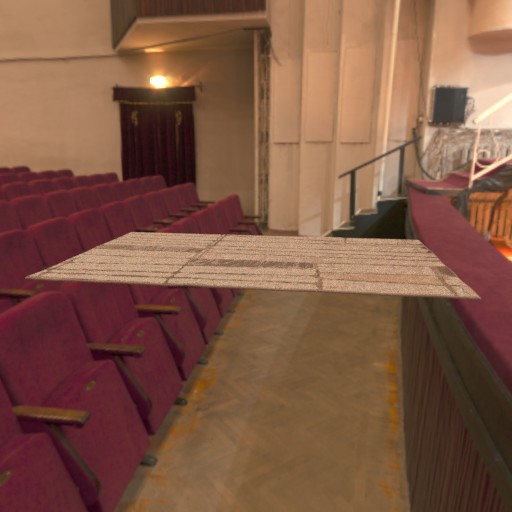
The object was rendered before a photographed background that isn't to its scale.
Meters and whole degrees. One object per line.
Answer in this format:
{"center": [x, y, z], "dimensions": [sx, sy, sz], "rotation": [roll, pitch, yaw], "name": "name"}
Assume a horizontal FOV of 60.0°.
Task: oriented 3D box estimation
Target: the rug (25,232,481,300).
{"center": [0.000, 0.000, 1.076], "dimensions": [0.867, 0.007, 0.515], "rotation": [2, 14, 8], "name": "rug"}
